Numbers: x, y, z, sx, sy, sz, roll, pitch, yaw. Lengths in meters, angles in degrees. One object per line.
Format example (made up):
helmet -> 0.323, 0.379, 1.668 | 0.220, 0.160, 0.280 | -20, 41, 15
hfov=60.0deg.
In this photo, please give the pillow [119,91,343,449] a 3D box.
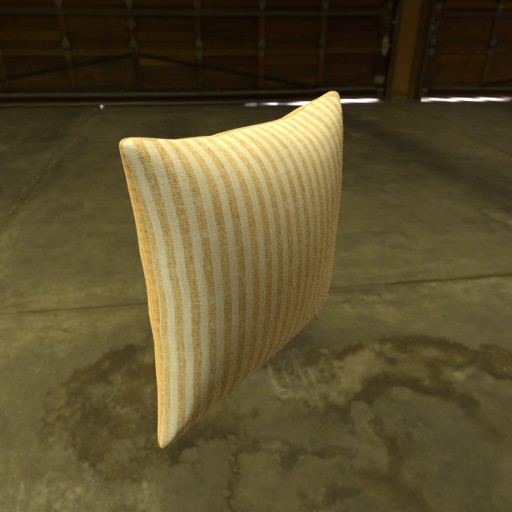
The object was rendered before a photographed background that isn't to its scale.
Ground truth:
pillow -> 0.000, 0.000, 0.639 | 0.173, 0.407, 0.419 | 19, 33, 32
